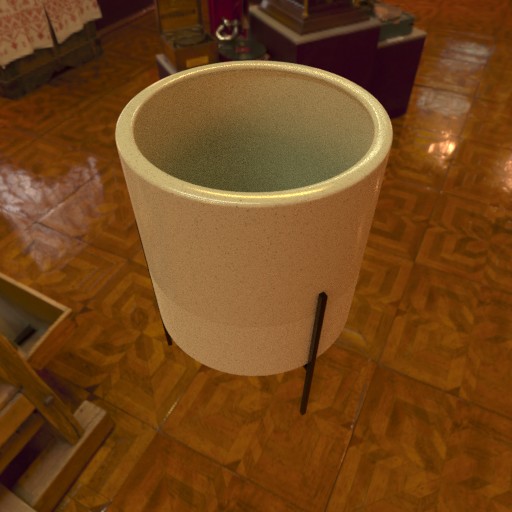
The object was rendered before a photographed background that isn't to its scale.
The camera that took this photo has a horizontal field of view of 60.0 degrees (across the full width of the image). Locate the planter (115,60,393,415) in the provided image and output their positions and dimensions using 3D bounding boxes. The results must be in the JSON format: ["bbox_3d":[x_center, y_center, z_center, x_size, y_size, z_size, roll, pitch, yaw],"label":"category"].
[{"bbox_3d":[0.000,0.000,0.684,0.314,0.475,0.323,22,50,20],"label":"planter"}]
